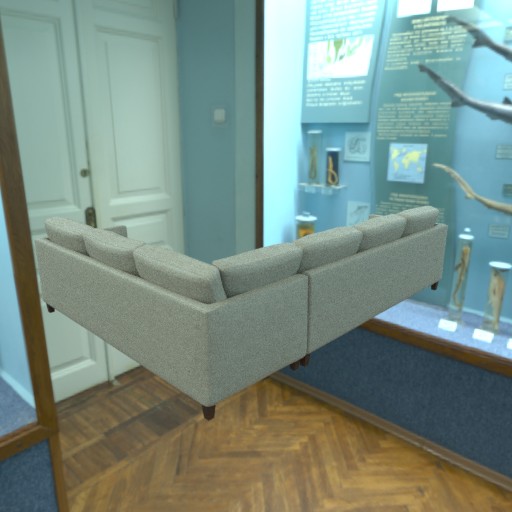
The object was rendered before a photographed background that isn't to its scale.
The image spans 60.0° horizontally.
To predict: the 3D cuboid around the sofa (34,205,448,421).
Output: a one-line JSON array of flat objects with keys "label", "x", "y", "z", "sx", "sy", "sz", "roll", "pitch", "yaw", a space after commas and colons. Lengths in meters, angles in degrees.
[{"label": "sofa", "x": 0.000, "y": 0.000, "z": 4.421, "sx": 2.522, "sy": 0.934, "sz": 3.333, "roll": 15, "pitch": 21, "yaw": 42}]
